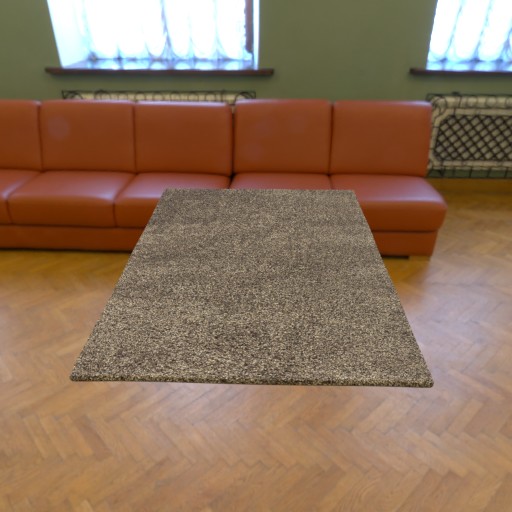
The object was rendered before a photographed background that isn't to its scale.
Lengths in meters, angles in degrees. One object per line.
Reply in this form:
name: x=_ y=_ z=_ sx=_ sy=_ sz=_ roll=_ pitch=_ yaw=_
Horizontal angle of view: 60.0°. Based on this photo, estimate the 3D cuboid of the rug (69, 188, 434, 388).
rug: x=0.000 y=0.000 z=2.135 sx=1.198 sy=0.025 sz=1.601 roll=1 pitch=31 yaw=1
